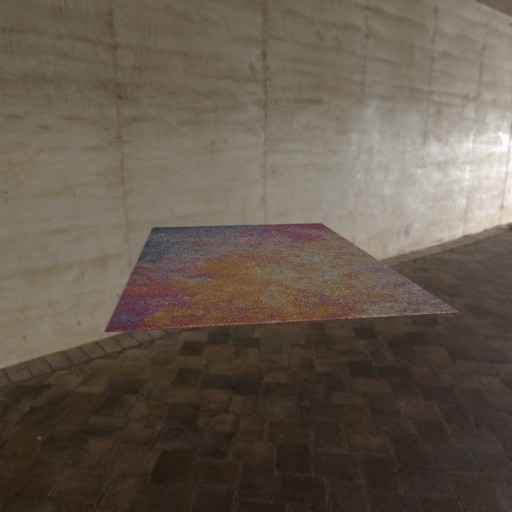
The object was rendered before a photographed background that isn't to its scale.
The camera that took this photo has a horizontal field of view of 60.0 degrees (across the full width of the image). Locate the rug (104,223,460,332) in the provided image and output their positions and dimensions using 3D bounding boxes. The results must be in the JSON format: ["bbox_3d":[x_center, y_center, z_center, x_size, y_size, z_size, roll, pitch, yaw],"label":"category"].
[{"bbox_3d":[0.000,0.000,3.836,2.007,0.013,2.896,-2,15,-8],"label":"rug"}]
